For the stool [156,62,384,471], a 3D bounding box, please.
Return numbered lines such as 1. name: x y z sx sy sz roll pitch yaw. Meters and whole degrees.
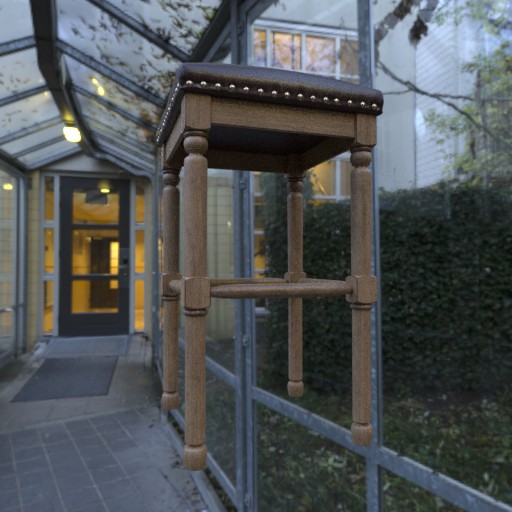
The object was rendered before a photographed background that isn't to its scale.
1. stool: 0.000 0.000 0.936 0.383 0.702 0.382 0 -1 -18
